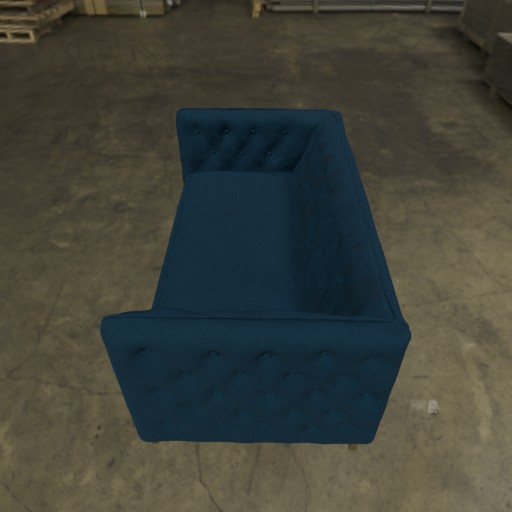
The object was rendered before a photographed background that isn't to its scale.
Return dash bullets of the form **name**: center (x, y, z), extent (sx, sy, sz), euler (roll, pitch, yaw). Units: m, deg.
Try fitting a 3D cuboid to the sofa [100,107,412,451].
- **sofa**: center (0.000, 0.000, 2.058), extent (0.909, 0.810, 1.583), euler (1, 41, 1)
